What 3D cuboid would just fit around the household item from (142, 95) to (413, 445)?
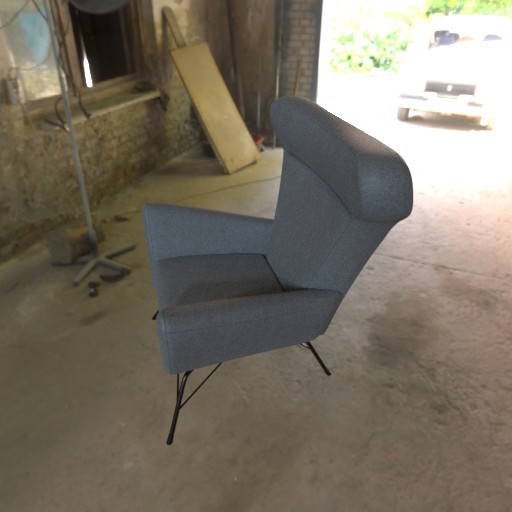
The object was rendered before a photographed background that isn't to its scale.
[{"bbox_3d":[0.000,0.000,1.785,0.900,1.050,0.980,-8,33,-13],"label":"household item"}]
